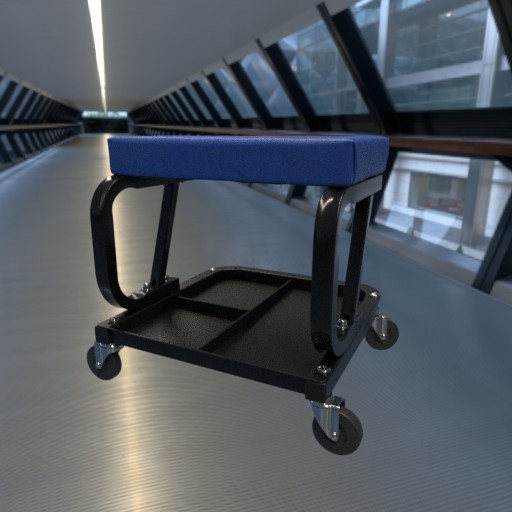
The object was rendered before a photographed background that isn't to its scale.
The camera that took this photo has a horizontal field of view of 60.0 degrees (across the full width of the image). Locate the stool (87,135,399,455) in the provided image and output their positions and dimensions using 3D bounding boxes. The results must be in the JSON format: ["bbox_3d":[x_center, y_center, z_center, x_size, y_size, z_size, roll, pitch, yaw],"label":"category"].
[{"bbox_3d":[0.000,0.000,0.727,0.446,0.380,0.371,8,17,25],"label":"stool"}]
